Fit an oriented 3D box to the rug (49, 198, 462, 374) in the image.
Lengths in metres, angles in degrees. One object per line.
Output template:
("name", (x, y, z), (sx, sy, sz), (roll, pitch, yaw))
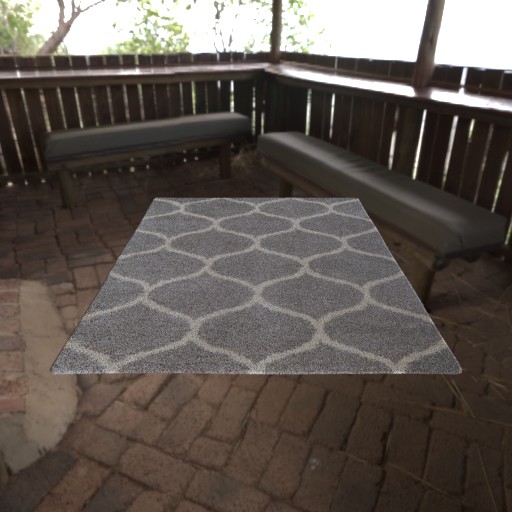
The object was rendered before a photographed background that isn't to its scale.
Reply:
("rug", (0.000, 0.000, 3.886), (2.399, 0.026, 3.000), (0, 27, 0))
